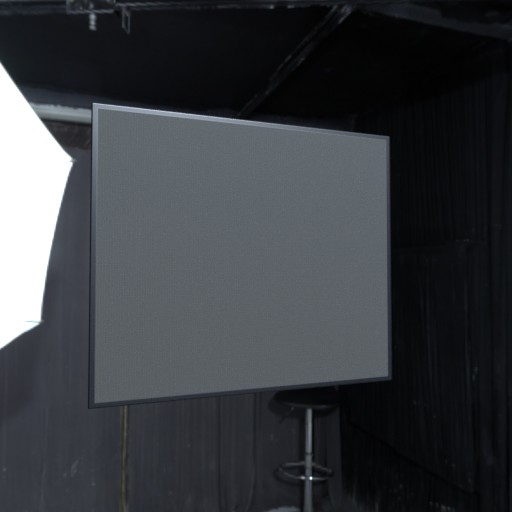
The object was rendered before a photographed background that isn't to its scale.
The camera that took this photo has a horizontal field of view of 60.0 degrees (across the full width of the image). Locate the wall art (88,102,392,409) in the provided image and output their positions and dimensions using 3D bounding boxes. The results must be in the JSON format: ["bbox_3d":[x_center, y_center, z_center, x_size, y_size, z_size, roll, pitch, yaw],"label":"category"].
[{"bbox_3d":[0.000,0.000,0.743,0.521,0.450,0.018,1,-2,-19],"label":"wall art"}]
